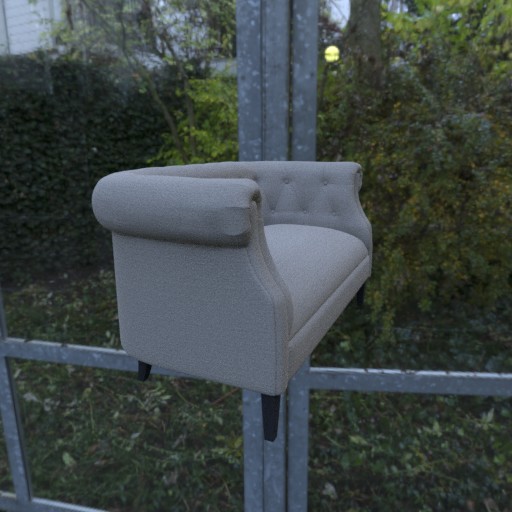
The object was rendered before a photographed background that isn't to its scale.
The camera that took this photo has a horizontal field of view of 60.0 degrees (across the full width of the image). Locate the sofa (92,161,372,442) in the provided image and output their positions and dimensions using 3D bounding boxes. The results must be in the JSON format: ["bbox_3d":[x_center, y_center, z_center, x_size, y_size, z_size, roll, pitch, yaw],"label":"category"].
[{"bbox_3d":[0.000,0.000,2.067,0.835,0.827,1.558,7,16,24],"label":"sofa"}]
